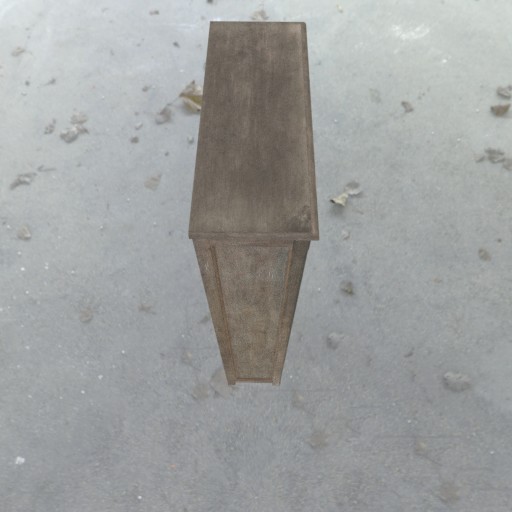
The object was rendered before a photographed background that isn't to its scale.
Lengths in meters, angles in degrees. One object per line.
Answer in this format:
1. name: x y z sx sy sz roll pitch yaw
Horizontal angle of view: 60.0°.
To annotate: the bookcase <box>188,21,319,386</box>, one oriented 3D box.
1. bookcase: 0.000 0.000 2.197 0.348 1.880 0.906 1 61 0
